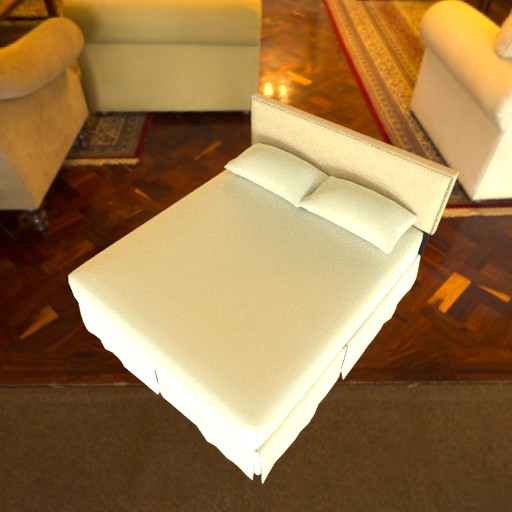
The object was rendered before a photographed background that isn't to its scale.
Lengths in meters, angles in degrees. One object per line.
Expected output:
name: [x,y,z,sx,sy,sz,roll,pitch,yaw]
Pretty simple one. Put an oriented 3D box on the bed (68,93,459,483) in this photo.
bed: [0.000,0.000,2.850,1.616,1.016,1.876,31,54,27]
